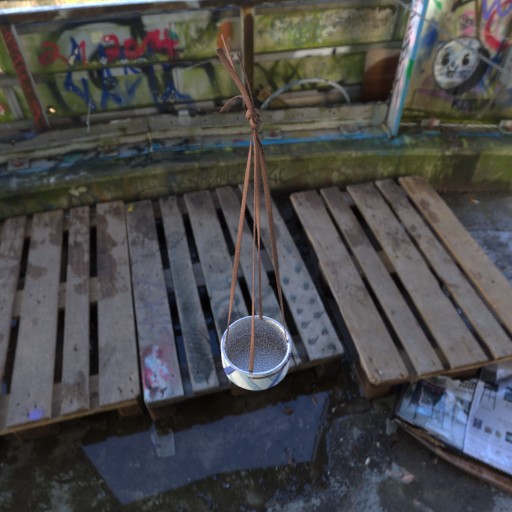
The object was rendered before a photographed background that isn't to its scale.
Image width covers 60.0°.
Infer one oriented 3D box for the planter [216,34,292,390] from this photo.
[{"bbox_3d":[0.000,0.000,0.815,0.166,0.751,0.166,-9,46,-9],"label":"planter"}]
